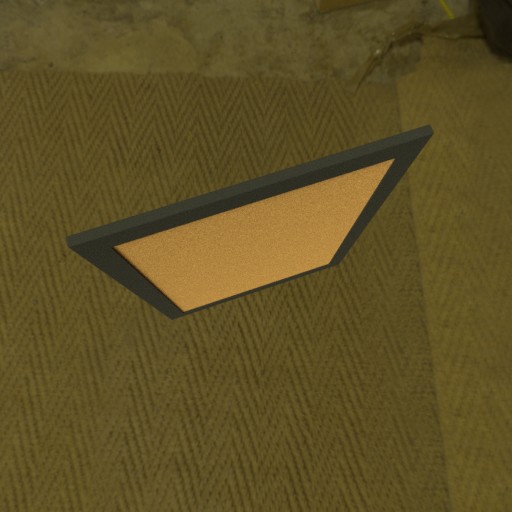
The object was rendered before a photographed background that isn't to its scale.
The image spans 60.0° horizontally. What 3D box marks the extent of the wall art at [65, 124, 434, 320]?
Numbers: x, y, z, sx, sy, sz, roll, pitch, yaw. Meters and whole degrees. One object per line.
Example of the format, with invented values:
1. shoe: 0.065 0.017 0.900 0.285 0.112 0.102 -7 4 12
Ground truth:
1. wall art: 0.000 0.000 0.684 0.374 0.529 0.012 -18 75 -5
